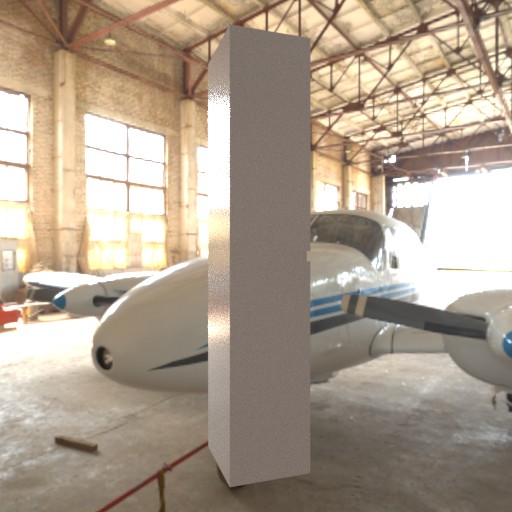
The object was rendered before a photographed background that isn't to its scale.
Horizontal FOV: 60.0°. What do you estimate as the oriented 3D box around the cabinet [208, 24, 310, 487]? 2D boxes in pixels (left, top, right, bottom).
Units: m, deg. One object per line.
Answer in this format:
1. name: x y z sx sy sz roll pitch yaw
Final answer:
1. cabinet: 0.000 0.000 1.526 0.269 1.400 0.300 0 0 -19
